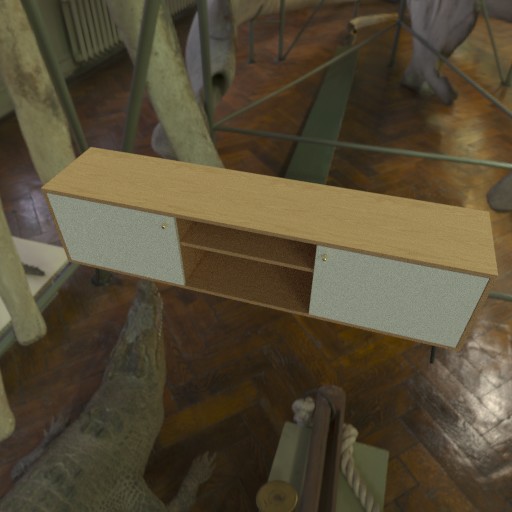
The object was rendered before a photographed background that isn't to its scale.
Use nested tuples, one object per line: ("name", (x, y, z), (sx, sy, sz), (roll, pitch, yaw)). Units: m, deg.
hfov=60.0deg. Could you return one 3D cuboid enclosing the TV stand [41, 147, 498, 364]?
("TV stand", (0.000, 0.000, 1.956), (1.760, 0.580, 0.400), (12, 43, 13))
